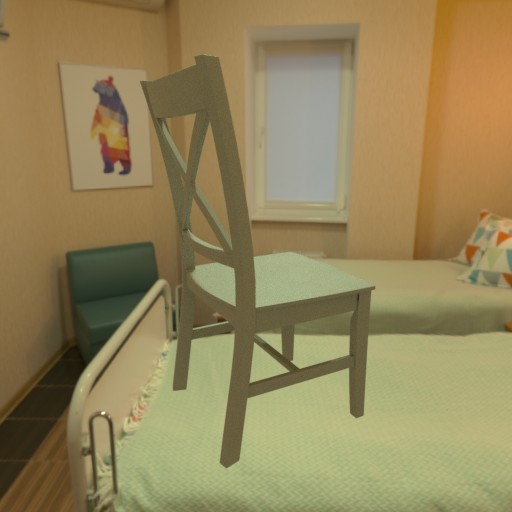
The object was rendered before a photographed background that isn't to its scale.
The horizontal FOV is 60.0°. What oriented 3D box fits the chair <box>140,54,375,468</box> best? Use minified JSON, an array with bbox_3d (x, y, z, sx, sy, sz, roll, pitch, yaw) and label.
[{"bbox_3d":[0.000,0.000,1.303,0.542,0.983,0.485,-8,17,-27],"label":"chair"}]
